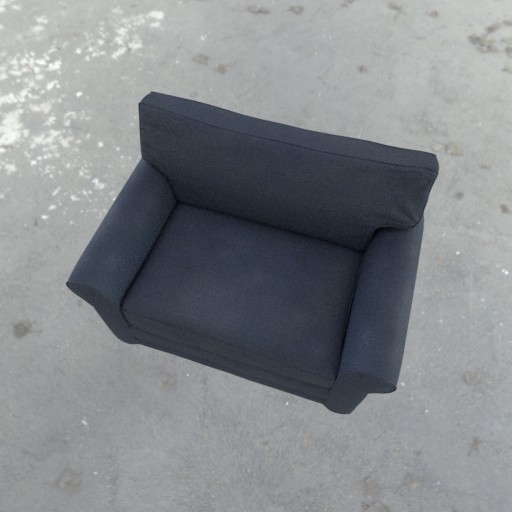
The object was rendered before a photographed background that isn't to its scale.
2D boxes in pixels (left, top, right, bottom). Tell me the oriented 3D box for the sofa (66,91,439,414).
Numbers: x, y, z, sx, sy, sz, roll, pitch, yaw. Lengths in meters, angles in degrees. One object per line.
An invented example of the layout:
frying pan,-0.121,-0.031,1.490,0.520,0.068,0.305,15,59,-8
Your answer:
sofa,0.000,0.000,2.067,1.405,1.004,0.938,16,60,9
